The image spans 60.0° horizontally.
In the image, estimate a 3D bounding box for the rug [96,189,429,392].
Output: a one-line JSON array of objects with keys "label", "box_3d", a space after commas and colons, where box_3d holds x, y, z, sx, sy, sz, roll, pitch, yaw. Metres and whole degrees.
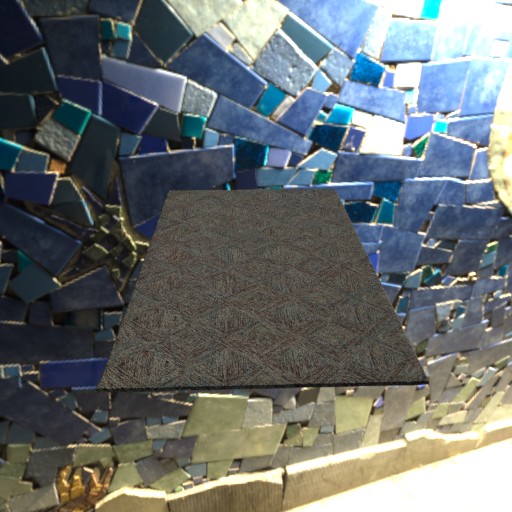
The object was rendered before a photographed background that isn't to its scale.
[{"label": "rug", "box_3d": [0.000, 0.000, 2.265, 1.143, 0.014, 1.761, -1, 31, -2]}]
